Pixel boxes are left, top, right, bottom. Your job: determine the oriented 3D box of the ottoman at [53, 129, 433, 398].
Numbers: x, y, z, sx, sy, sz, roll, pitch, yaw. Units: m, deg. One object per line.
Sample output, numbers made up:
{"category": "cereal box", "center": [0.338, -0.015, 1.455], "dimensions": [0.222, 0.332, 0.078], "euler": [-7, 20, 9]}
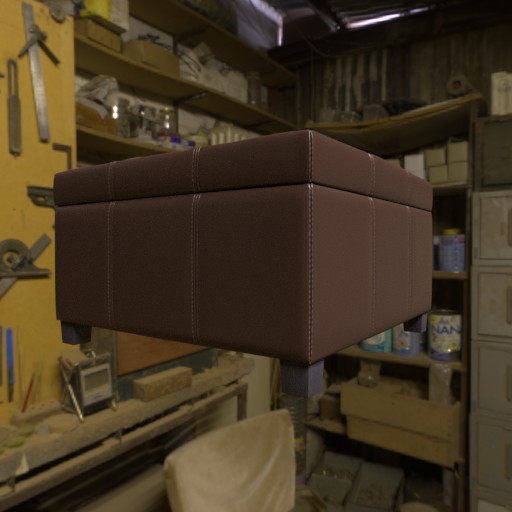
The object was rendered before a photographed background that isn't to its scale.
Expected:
{"category": "ottoman", "center": [0.000, 0.000, 1.263], "dimensions": [0.788, 0.460, 0.787], "euler": [1, 2, 36]}
